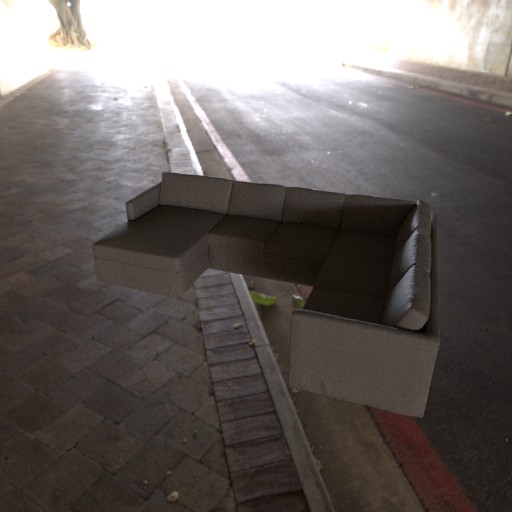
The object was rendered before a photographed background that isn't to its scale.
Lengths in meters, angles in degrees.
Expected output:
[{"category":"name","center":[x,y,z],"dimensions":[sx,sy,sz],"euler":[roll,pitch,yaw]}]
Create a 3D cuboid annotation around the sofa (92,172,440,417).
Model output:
[{"category":"sofa","center":[0.000,0.000,4.566],"dimensions":[3.528,0.878,2.476],"euler":[10,29,17]}]
